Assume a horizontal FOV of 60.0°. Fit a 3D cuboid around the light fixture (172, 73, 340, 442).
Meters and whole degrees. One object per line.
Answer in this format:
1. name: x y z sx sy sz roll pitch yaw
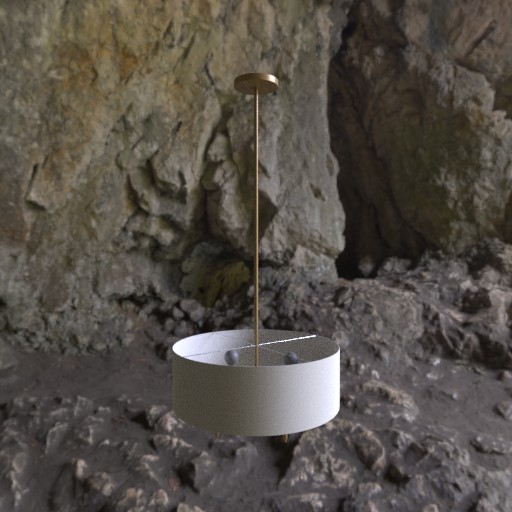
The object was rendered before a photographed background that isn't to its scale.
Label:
1. light fixture: 0.000 0.000 1.364 0.508 1.067 0.508 0 1 0
